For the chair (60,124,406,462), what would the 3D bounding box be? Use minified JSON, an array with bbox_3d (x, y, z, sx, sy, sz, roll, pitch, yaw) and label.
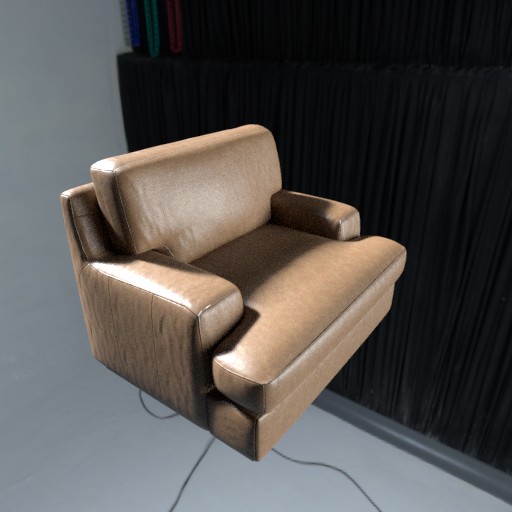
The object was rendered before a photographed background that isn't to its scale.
[{"bbox_3d":[0.000,0.000,2.016,1.050,0.978,1.276,18,32,32],"label":"chair"}]
